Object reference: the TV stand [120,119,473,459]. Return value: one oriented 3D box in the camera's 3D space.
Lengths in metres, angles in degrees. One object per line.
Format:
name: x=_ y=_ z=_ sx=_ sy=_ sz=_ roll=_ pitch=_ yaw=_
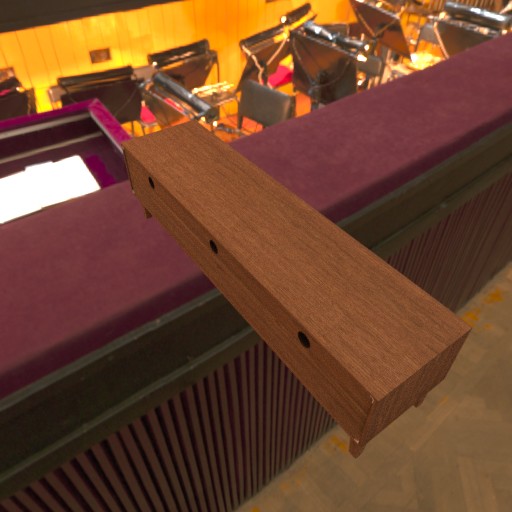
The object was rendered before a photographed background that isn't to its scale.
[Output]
TV stand: x=0.000 y=0.000 z=1.688 sx=0.366 sy=0.409 sz=1.482 roll=-26 pitch=50 yaw=-25
